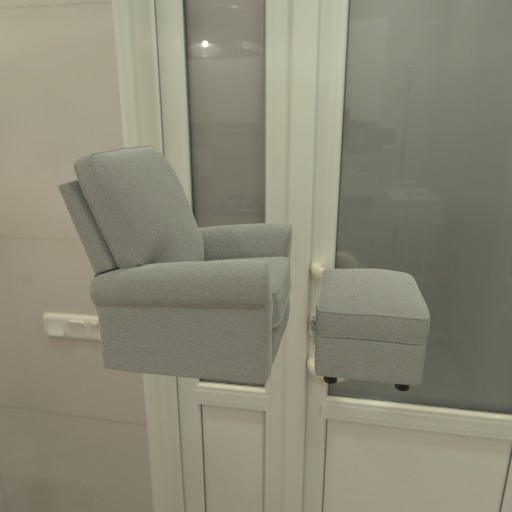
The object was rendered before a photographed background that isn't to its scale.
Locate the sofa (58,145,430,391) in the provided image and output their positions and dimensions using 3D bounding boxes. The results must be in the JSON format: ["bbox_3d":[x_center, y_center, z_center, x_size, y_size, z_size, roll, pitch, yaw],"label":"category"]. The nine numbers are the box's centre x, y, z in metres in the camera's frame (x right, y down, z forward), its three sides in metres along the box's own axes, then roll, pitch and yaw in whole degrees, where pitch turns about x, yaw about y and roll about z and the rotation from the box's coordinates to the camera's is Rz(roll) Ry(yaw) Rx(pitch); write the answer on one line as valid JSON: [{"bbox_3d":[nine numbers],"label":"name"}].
[{"bbox_3d":[0.000,0.000,2.039,1.478,0.959,0.880,3,17,10],"label":"sofa"}]
